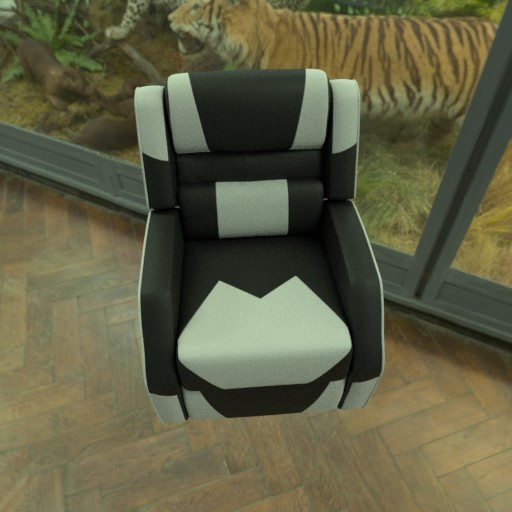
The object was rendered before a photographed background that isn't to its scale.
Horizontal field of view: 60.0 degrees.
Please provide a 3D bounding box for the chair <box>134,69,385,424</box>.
[{"bbox_3d":[0.000,0.000,1.266,0.620,0.805,0.672,-3,46,-3],"label":"chair"}]
